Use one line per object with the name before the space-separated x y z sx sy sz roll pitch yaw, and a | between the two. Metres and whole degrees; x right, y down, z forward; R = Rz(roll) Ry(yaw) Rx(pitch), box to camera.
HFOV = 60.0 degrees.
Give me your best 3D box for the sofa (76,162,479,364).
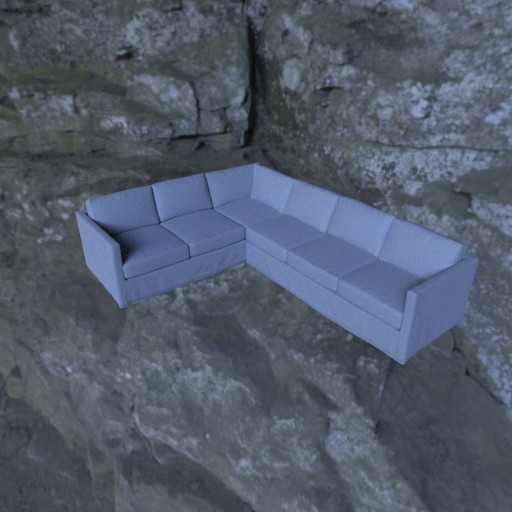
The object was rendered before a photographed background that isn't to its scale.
sofa | 0.000 0.000 4.373 2.432 0.871 3.182 -20 35 -33
